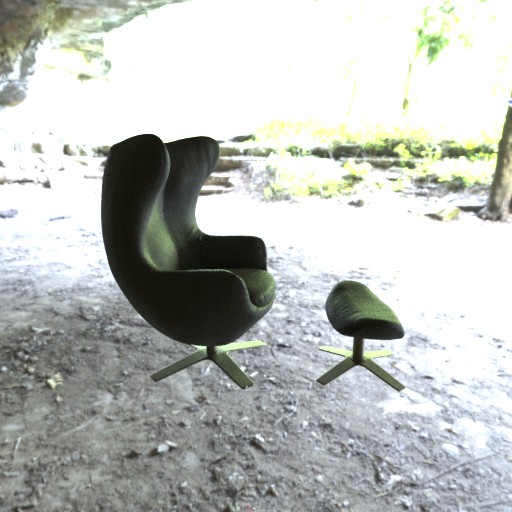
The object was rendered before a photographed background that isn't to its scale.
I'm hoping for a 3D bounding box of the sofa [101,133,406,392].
[{"bbox_3d":[0.000,0.000,2.149,1.444,1.135,0.894,2,15,9],"label":"sofa"}]
